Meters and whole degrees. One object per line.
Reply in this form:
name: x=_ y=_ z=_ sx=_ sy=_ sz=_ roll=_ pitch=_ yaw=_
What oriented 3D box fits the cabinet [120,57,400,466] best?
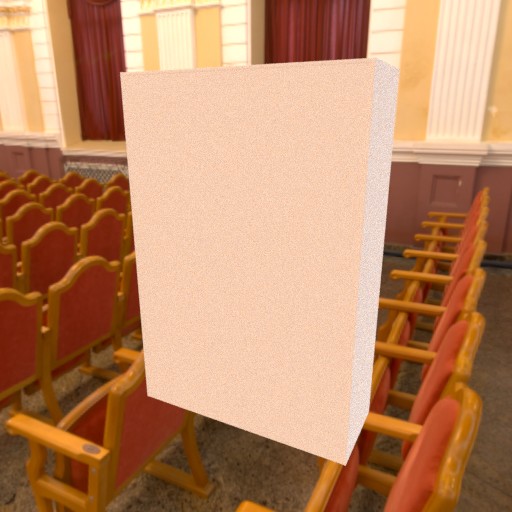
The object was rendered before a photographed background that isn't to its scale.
cabinet: x=0.000 y=0.000 z=2.469 sx=1.290 sy=1.910 sz=0.510 roll=9 pitch=19 yaw=26
